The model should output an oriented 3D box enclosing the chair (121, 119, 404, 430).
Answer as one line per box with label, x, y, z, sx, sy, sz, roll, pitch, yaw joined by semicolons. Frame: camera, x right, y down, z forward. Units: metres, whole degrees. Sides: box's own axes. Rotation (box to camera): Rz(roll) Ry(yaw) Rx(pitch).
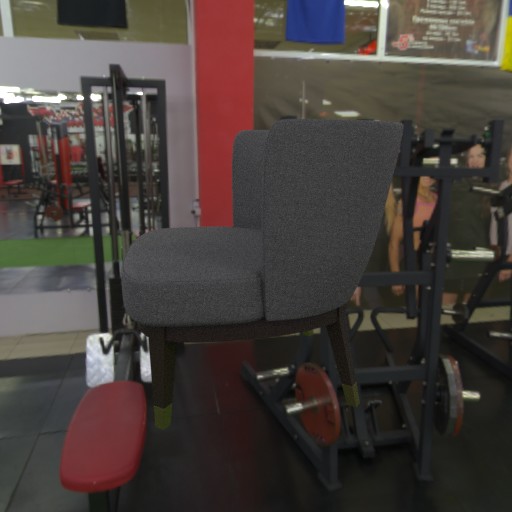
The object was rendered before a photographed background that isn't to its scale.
chair;0.000;0.000;1.231;0.698;0.695;0.639;-2;14;-9
